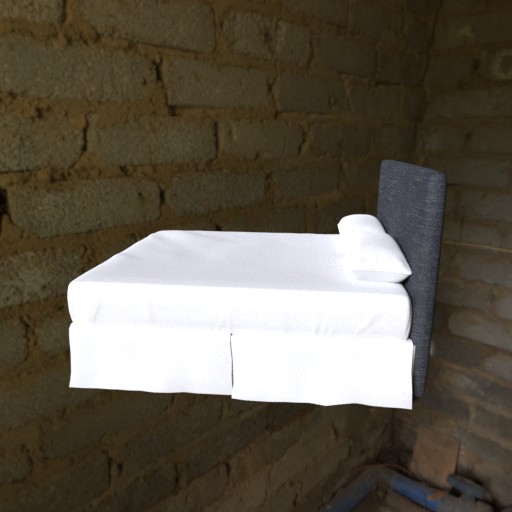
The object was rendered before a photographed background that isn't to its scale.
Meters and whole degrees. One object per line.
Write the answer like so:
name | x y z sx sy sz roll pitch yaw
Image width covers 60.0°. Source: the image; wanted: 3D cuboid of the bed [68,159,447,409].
bed | 0.000 0.000 3.219 2.142 1.330 1.723 2 15 7
